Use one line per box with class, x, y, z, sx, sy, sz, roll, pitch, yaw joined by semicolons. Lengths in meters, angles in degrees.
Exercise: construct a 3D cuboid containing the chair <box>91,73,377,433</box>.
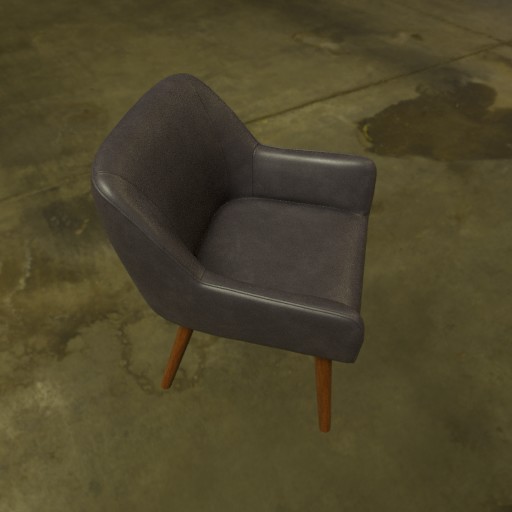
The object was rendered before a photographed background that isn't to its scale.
chair;0.000;0.000;1.255;0.610;0.828;0.610;10;47;9
